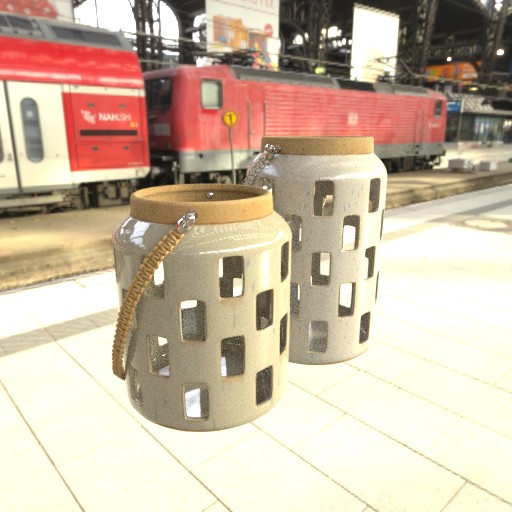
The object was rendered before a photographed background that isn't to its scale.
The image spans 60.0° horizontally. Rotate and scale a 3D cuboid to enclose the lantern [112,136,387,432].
[{"bbox_3d":[0.000,0.000,0.493,0.347,0.255,0.184,-15,22,-42],"label":"lantern"}]
